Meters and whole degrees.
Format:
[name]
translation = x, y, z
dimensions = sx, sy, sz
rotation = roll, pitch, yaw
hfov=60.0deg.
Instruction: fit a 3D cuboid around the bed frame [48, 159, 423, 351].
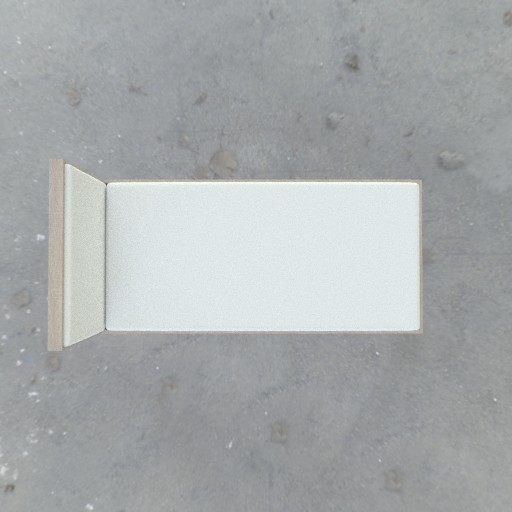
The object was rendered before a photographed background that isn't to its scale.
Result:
[bed frame]
translation = 0.000, 0.000, 2.744
dimensions = 2.140, 0.920, 0.990
rotation = 0, 89, 0
